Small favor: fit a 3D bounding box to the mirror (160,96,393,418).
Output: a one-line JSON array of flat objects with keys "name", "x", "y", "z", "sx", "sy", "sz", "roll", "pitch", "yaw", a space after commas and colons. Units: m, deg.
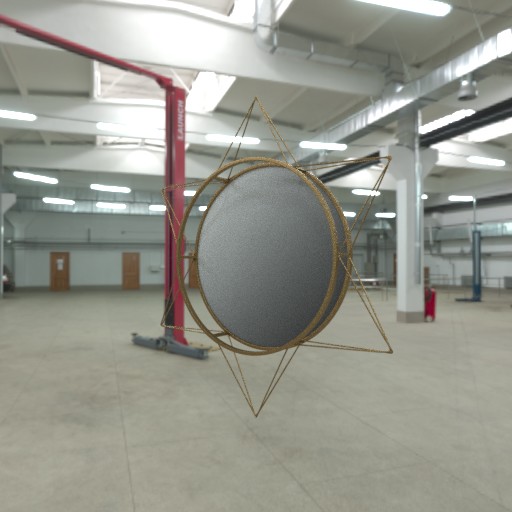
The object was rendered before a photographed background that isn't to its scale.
[{"name": "mirror", "x": 0.000, "y": 0.000, "z": 0.802, "sx": 0.498, "sy": 0.581, "sz": 0.062, "roll": -1, "pitch": -1, "yaw": 35}]
